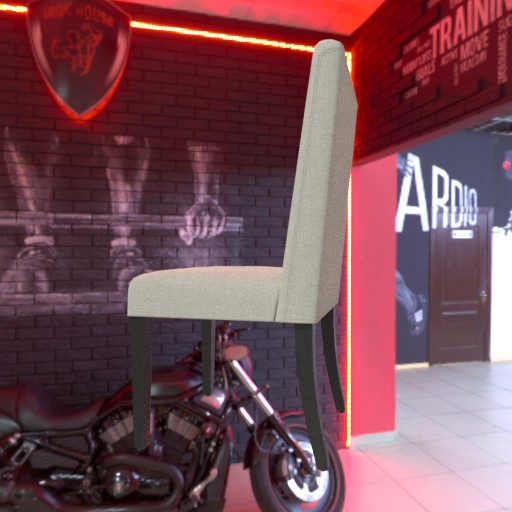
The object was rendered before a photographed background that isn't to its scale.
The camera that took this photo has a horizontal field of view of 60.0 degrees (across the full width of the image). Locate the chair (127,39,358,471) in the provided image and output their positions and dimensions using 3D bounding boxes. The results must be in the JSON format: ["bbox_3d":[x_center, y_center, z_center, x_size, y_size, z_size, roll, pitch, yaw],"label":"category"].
[{"bbox_3d":[0.000,0.000,1.237,0.523,0.961,0.474,0,1,17],"label":"chair"}]
